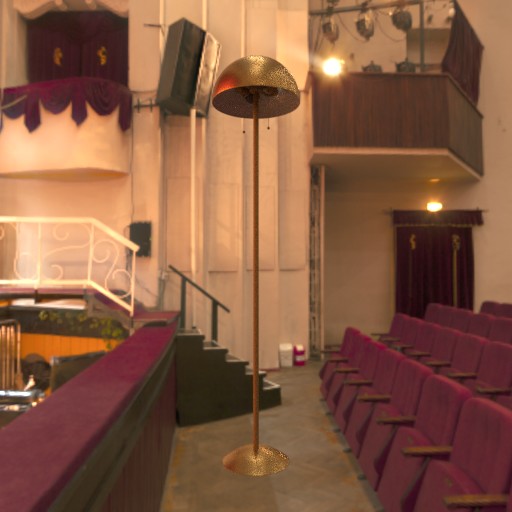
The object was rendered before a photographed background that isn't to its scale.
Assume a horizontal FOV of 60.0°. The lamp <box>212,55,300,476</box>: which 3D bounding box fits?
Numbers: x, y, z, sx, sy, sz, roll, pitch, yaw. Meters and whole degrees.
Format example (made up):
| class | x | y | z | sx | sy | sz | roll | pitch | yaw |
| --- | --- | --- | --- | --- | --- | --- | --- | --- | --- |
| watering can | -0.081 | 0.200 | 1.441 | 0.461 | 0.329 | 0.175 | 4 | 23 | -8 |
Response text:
| class | x | y | z | sx | sy | sz | roll | pitch | yaw |
| --- | --- | --- | --- | --- | --- | --- | --- | --- | --- |
| lamp | 0.000 | 0.000 | 1.628 | 0.328 | 1.480 | 0.328 | 0 | -2 | 0 |
